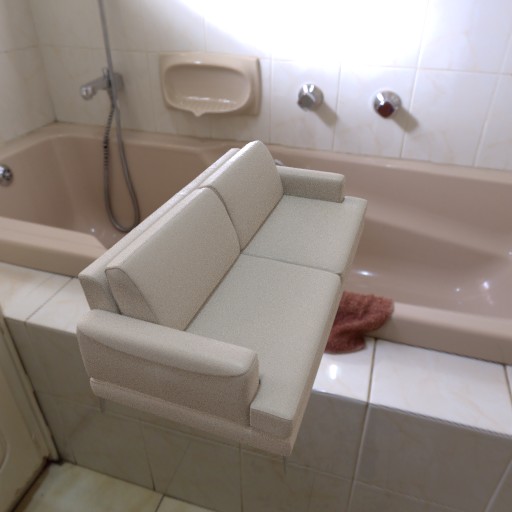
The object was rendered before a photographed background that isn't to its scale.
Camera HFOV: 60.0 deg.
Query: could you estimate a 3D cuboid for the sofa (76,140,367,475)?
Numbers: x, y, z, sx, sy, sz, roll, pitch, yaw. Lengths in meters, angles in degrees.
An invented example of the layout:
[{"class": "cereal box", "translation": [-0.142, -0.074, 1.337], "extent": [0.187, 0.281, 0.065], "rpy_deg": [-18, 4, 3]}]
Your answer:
[{"class": "sofa", "translation": [0.000, 0.000, 2.453], "extent": [0.974, 0.765, 1.940], "rpy_deg": [11, 34, 17]}]
